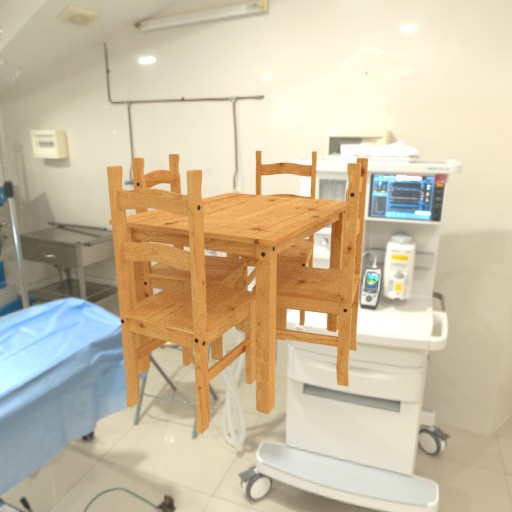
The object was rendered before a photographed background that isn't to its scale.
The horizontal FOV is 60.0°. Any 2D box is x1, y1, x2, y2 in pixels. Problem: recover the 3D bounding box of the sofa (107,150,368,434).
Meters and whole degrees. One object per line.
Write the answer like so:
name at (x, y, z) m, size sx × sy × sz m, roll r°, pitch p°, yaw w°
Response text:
sofa at (0.000, 0.000, 2.298) m, size 1.144 × 1.000 × 1.529 m, roll 8°, pitch 18°, yaw 27°
